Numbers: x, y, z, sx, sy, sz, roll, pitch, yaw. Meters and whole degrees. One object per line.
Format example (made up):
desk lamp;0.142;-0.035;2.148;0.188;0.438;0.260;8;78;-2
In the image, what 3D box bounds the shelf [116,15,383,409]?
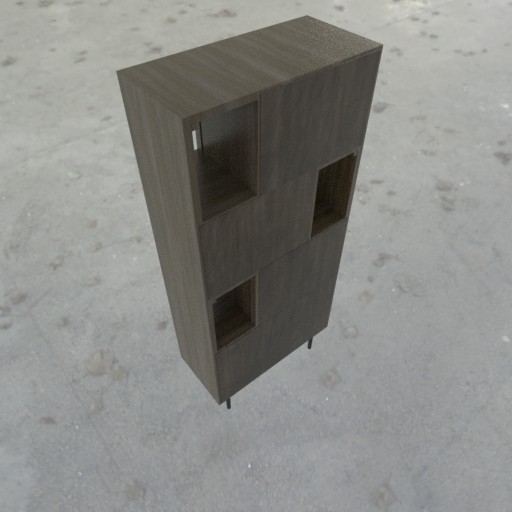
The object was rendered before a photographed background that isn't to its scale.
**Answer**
shelf;0.000;0.000;1.751;0.670;1.545;0.323;-30;53;-26
